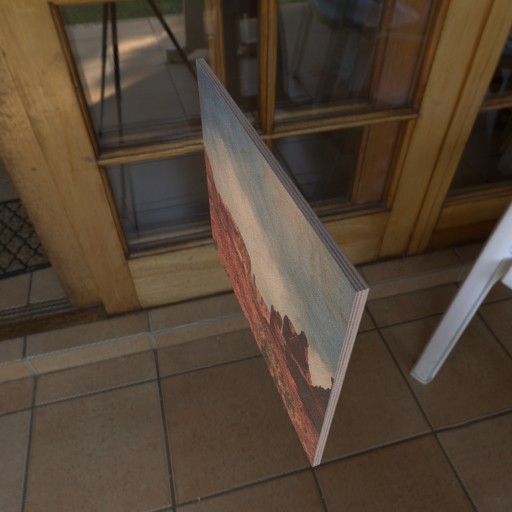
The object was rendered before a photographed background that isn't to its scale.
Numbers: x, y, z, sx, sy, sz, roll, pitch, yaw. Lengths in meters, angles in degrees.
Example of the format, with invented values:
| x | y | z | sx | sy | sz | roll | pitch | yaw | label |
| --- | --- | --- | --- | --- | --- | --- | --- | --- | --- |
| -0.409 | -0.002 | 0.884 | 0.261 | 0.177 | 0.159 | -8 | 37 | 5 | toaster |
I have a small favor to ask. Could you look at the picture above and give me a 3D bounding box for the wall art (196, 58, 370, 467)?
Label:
| x | y | z | sx | sy | sz | roll | pitch | yaw | label |
| --- | --- | --- | --- | --- | --- | --- | --- | --- | --- |
| 0.000 | 0.000 | 0.680 | 0.013 | 0.406 | 0.508 | -15 | 48 | -14 | wall art |
